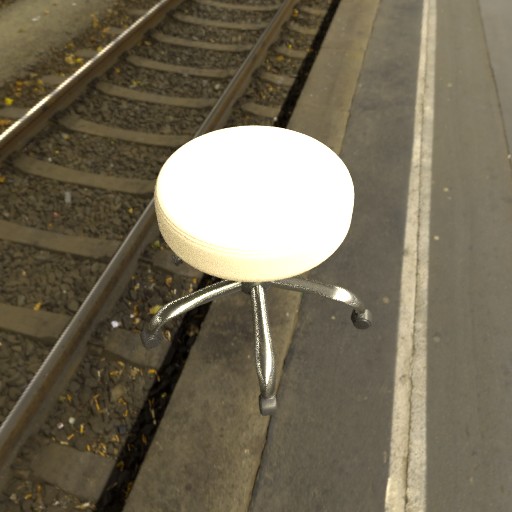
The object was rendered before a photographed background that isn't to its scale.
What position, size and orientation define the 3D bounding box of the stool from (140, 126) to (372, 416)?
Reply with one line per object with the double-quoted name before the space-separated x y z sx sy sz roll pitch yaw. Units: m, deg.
"stool" 0.000 0.000 1.086 0.634 0.482 0.614 -4 48 -4
